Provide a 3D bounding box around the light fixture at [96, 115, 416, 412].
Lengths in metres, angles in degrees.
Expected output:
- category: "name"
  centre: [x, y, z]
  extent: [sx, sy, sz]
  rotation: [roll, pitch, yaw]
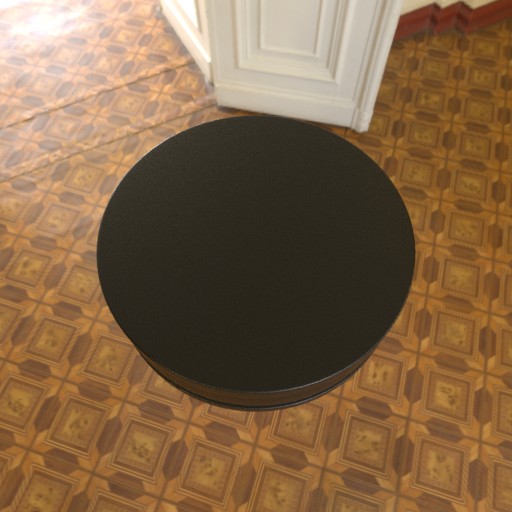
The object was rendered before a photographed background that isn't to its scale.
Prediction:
- category: "light fixture"
  centre: [0.000, 0.000, 0.436]
  extent: [0.283, 0.097, 0.283]
  rotation: [0, 62, 0]
